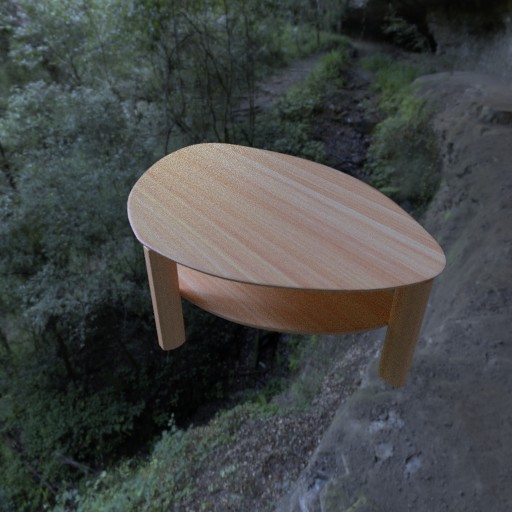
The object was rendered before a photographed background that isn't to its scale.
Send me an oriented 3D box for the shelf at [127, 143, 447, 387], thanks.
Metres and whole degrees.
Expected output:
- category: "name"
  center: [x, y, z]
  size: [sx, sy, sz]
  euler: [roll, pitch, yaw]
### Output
- category: "shelf"
  center: [0.000, 0.000, 1.620]
  size: [0.845, 0.440, 1.246]
  euler: [-22, 39, -30]
